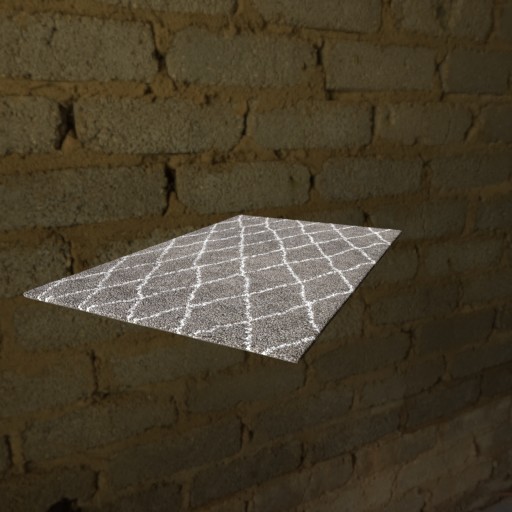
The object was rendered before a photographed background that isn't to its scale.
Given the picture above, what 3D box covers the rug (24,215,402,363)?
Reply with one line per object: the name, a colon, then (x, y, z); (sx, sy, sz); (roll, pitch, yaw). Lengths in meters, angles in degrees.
rug: (0.000, 0.000, 3.461); (1.778, 0.030, 2.743); (8, 18, 25)
